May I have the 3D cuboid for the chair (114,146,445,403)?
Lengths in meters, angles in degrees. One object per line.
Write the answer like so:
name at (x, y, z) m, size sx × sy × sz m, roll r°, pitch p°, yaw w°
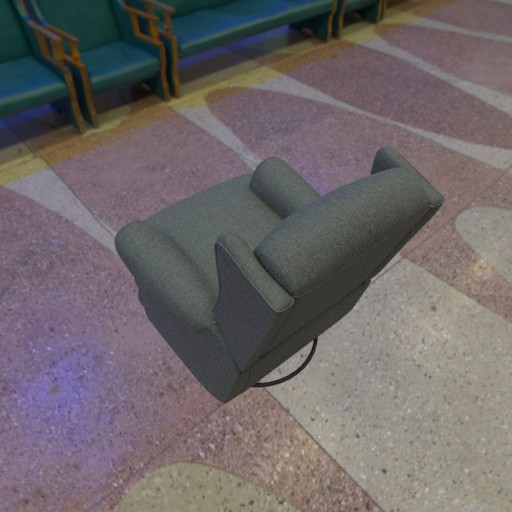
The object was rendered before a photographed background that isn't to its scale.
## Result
chair at (0.000, 0.000, 1.716) m, size 0.847 × 1.011 × 0.969 m, roll -30°, pitch 53°, yaw -26°
